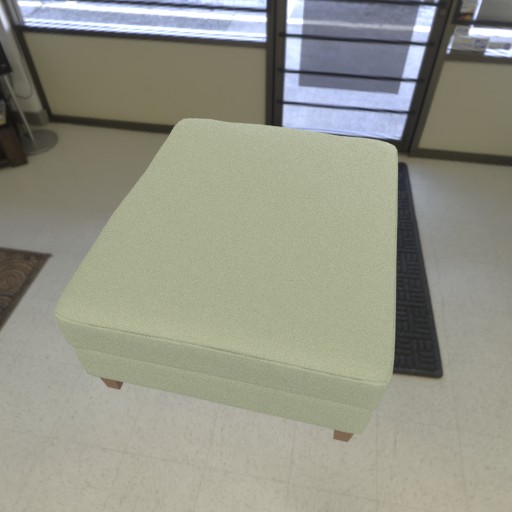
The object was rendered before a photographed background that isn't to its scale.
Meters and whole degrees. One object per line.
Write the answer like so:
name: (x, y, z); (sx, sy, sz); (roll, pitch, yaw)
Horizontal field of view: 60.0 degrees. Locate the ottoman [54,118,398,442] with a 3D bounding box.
ottoman: (0.000, 0.000, 1.483); (0.842, 0.494, 0.991); (10, 47, 9)
